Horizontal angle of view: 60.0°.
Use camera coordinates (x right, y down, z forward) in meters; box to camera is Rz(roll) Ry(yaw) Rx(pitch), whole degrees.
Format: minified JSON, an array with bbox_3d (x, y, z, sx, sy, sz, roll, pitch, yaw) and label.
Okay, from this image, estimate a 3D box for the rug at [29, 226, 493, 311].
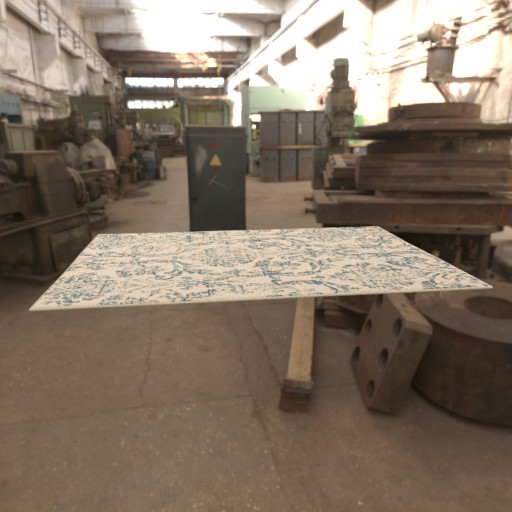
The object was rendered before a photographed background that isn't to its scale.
[{"bbox_3d":[0.000,0.000,2.304,1.831,0.012,1.213,-2,16,-7],"label":"rug"}]
